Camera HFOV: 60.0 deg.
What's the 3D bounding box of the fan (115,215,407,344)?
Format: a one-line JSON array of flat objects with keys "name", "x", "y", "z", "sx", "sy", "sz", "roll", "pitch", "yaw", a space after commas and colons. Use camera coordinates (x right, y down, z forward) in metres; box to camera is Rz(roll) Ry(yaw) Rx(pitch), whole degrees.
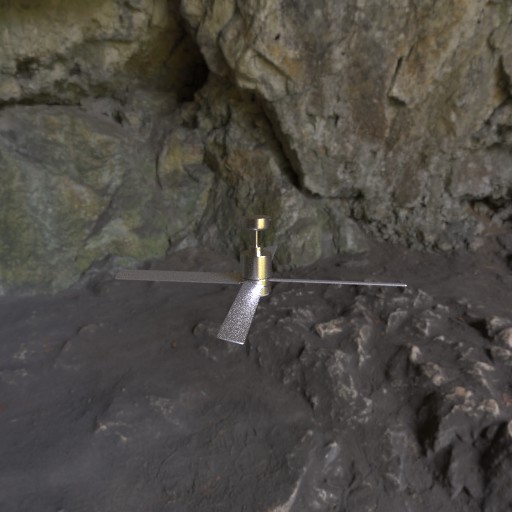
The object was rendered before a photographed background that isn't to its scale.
[{"name": "fan", "x": 0.000, "y": 0.000, "z": 1.994, "sx": 1.322, "sy": 0.355, "sz": 1.322, "roll": 2, "pitch": 14, "yaw": 7}]
